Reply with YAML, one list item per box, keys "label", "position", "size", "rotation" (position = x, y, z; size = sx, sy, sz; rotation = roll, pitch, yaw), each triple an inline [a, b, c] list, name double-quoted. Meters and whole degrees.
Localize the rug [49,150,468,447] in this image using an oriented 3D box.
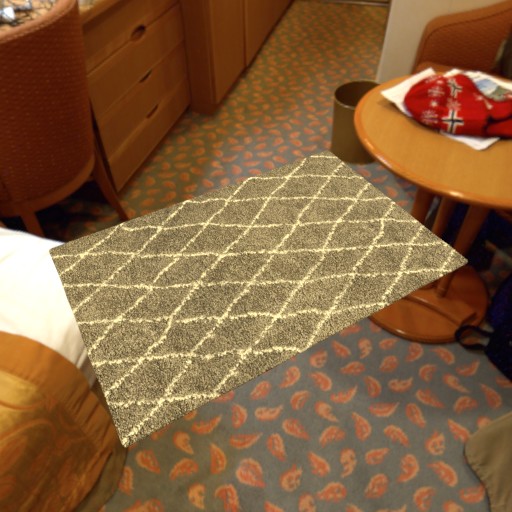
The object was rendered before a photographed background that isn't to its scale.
- label: "rug"
  position: [0.000, 0.000, 3.444]
  size: [2.743, 0.030, 1.778]
  rotation: [-23, 51, -21]
